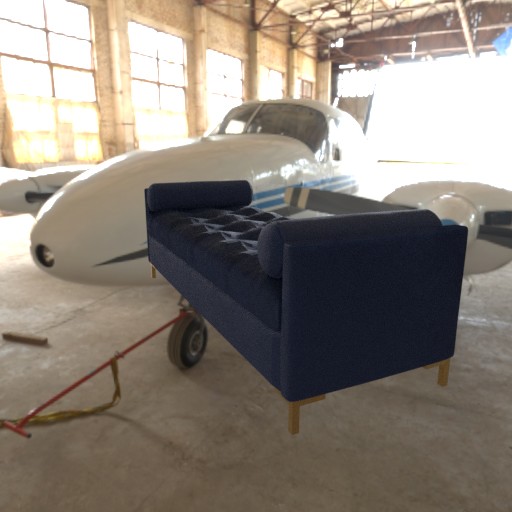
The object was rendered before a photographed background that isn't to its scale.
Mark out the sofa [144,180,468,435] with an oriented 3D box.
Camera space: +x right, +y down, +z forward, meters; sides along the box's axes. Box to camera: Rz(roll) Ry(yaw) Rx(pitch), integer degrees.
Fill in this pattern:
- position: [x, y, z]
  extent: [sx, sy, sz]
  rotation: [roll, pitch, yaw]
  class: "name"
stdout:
- position: [0.000, 0.000, 2.464]
  extent: [0.796, 0.705, 2.102]
  rotation: [-7, 15, -25]
  class: "sofa"
